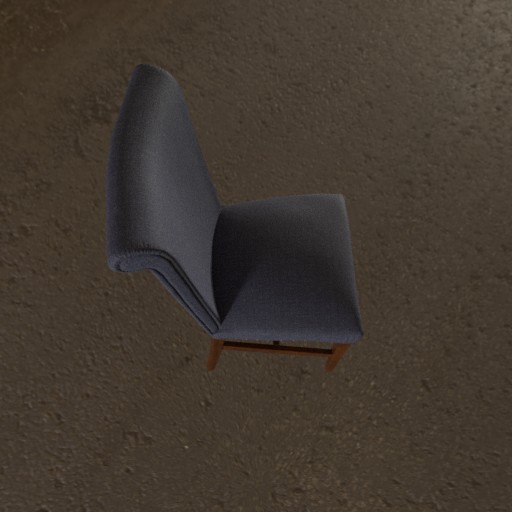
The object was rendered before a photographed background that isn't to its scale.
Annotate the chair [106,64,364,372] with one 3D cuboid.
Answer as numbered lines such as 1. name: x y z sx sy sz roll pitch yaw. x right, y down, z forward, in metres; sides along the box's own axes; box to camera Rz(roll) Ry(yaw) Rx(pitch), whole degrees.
1. chair: 0.000 0.000 1.330 0.608 0.988 0.513 -2 63 -1
